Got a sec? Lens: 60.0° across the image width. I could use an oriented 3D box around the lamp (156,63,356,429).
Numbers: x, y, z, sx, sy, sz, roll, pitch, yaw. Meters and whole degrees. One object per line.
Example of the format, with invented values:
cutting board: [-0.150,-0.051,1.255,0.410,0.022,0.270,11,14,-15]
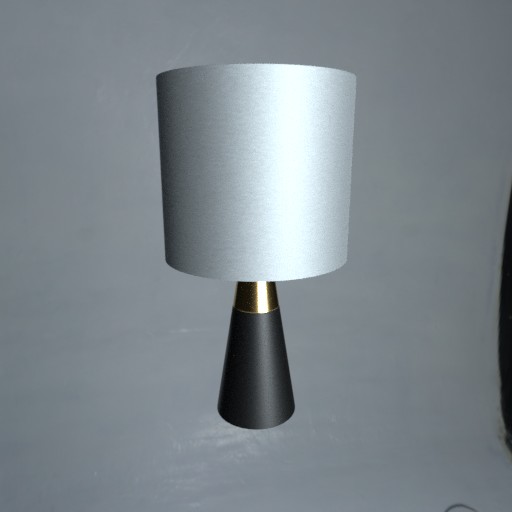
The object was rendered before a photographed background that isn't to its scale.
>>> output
lamp: [0.000,0.000,0.766,0.308,0.580,0.308,-2,14,-7]
